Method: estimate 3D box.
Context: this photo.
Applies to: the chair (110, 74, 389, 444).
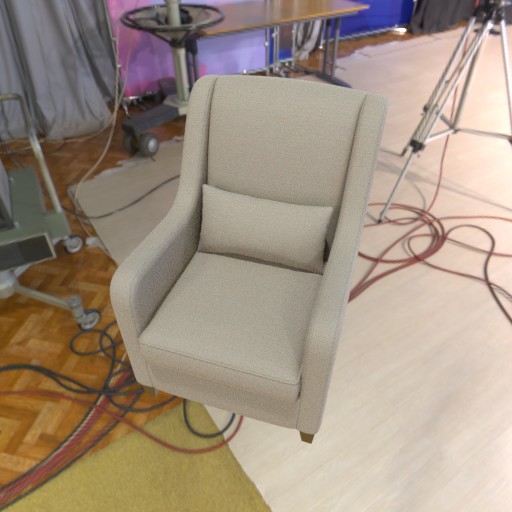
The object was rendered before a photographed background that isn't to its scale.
[{"bbox_3d":[0.000,0.000,1.644,0.715,1.017,0.896,12,43,13],"label":"chair"}]
